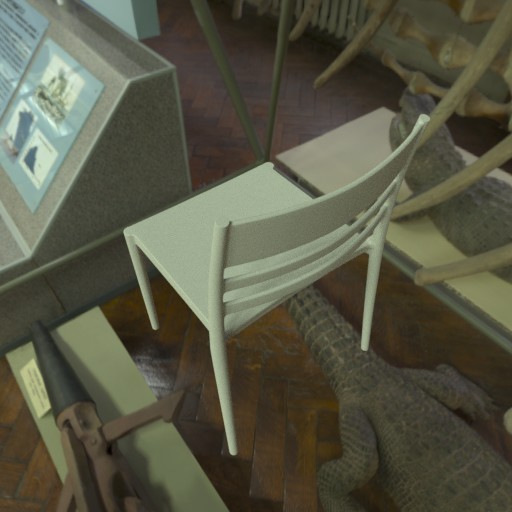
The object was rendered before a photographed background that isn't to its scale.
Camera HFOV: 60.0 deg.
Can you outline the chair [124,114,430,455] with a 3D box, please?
[{"bbox_3d":[0.000,0.000,1.115,0.531,0.800,0.511,-30,54,-25],"label":"chair"}]
